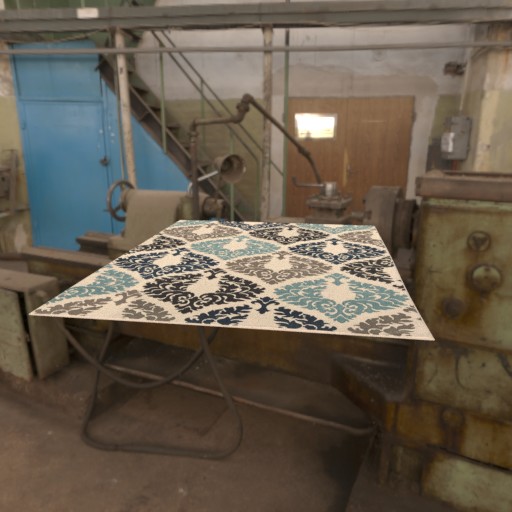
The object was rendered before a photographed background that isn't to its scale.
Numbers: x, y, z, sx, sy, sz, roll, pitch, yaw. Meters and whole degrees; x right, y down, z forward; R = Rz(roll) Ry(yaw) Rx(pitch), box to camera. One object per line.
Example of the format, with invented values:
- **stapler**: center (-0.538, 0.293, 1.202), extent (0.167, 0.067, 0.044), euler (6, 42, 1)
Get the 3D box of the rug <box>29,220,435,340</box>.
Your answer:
- **rug**: center (0.000, 0.000, 4.027), extent (2.423, 0.014, 3.040), euler (2, 16, 8)
